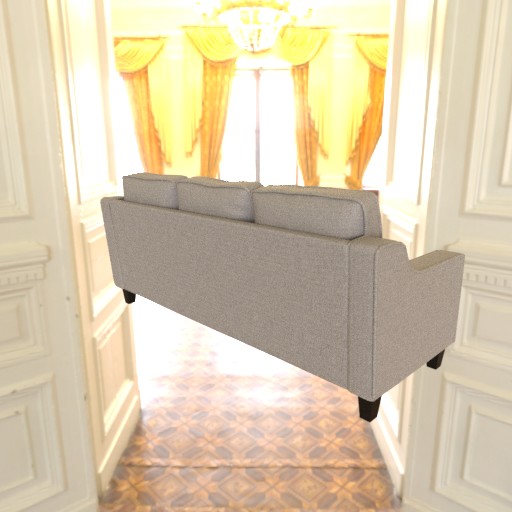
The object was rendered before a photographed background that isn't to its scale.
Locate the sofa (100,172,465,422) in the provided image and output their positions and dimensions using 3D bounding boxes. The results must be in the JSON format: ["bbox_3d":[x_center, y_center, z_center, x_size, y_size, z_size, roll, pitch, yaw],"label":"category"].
[{"bbox_3d":[0.000,0.000,2.671,0.899,0.950,2.129,-14,20,-43],"label":"sofa"}]
